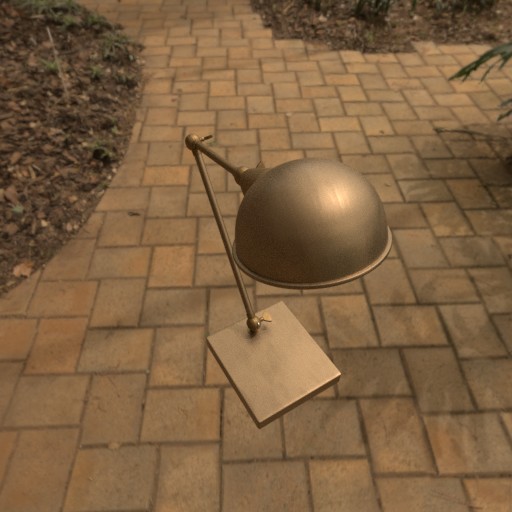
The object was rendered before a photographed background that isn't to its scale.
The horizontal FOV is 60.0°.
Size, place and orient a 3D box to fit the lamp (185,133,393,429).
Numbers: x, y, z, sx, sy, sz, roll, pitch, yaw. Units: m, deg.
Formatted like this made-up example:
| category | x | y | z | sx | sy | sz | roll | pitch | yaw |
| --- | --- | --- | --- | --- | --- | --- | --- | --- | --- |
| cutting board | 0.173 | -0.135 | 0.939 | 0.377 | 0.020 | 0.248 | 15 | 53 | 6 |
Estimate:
| category | x | y | z | sx | sy | sz | roll | pitch | yaw |
| --- | --- | --- | --- | --- | --- | --- | --- | --- | --- |
| lamp | 0.000 | 0.000 | 0.554 | 0.149 | 0.371 | 0.339 | -24 | 51 | -21 |
